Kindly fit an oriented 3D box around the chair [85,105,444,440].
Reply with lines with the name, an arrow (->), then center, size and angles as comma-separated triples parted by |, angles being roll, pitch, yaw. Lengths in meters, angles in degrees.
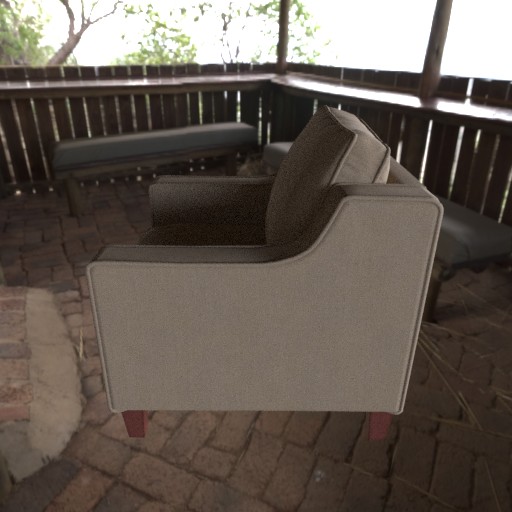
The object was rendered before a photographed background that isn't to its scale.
chair -> 0.000, 0.000, 1.571 | 0.909, 0.960, 0.831 | 0, 26, 1
